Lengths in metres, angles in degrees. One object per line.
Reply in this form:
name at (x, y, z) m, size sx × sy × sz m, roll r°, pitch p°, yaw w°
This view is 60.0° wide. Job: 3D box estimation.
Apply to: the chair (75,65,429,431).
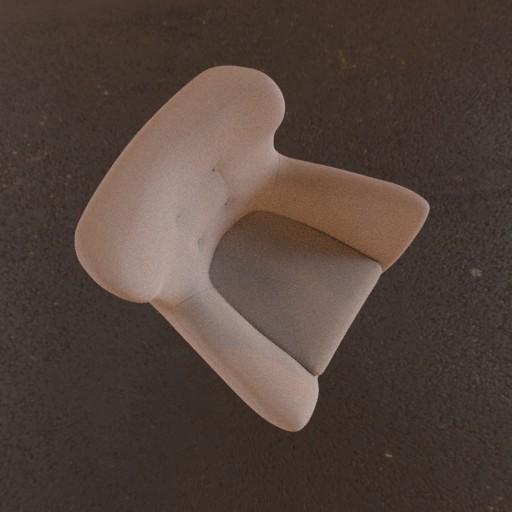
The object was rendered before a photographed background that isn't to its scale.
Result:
chair at (0.000, 0.000, 1.616) m, size 0.889 × 0.889 × 0.890 m, roll 32°, pitch 76°, yaw 9°
